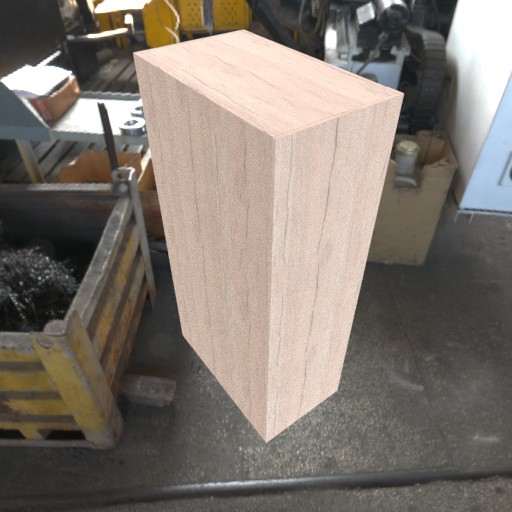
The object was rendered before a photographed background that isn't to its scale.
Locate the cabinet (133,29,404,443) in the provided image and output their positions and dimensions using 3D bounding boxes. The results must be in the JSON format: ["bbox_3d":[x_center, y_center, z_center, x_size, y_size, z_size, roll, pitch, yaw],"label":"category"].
[{"bbox_3d":[0.000,0.000,2.367,0.580,1.930,0.980,-26,48,-26],"label":"cabinet"}]
